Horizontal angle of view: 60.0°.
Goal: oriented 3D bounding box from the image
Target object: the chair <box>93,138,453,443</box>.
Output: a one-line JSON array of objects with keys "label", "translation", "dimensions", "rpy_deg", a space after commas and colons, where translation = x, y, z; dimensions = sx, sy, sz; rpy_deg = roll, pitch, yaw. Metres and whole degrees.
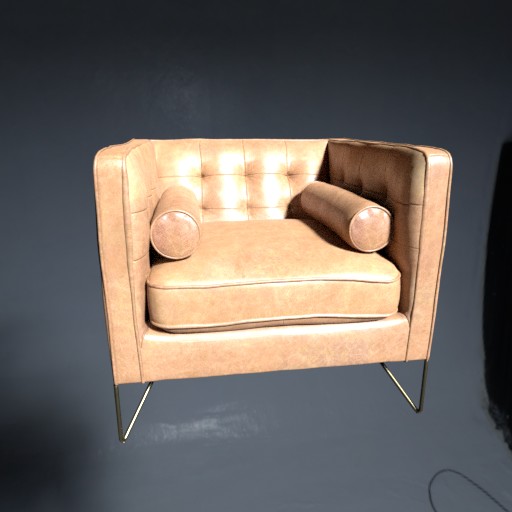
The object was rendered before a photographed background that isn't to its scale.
[{"label": "chair", "translation": [0.000, 0.000, 1.583], "dimensions": [0.920, 0.797, 0.912], "rpy_deg": [-2, 16, -8]}]
